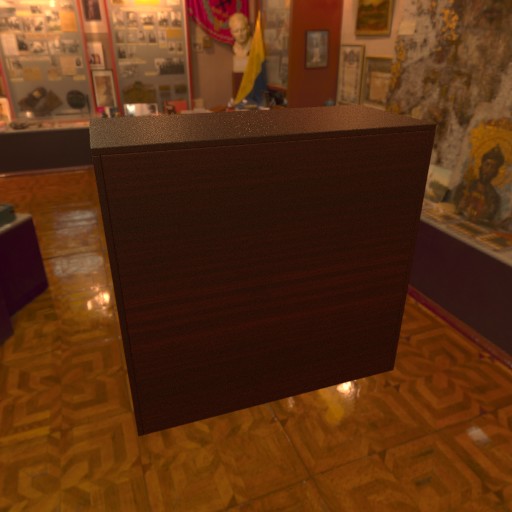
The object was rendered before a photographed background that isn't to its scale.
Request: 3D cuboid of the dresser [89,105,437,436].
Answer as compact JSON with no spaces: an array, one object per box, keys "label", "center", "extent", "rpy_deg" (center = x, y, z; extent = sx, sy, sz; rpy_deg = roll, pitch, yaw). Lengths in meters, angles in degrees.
[{"label":"dresser","center":[0.000,0.000,1.213],"extent":[0.750,0.720,0.360],"rpy_deg":[-9,28,-17]}]
